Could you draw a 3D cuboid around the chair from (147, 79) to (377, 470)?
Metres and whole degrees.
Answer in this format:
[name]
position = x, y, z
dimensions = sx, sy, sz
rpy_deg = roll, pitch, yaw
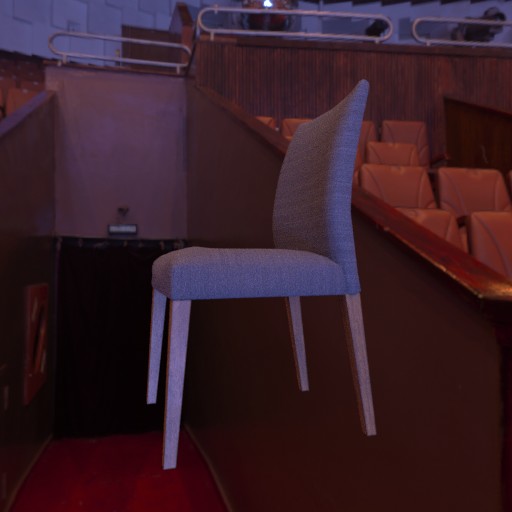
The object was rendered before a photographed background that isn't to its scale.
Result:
[chair]
position = 0.000, 0.000, 1.297
dimensions = 0.585, 0.940, 0.496
rpy_deg = 0, -1, -18
